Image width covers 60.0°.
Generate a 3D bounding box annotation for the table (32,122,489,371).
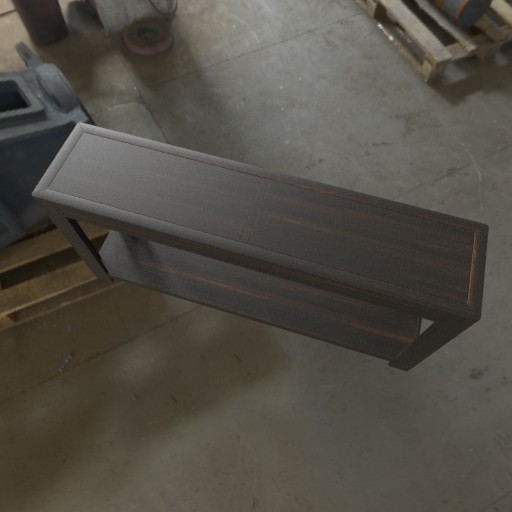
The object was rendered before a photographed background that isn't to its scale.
[{"bbox_3d":[0.000,0.000,1.954,1.631,0.762,0.384,16,64,8],"label":"table"}]
